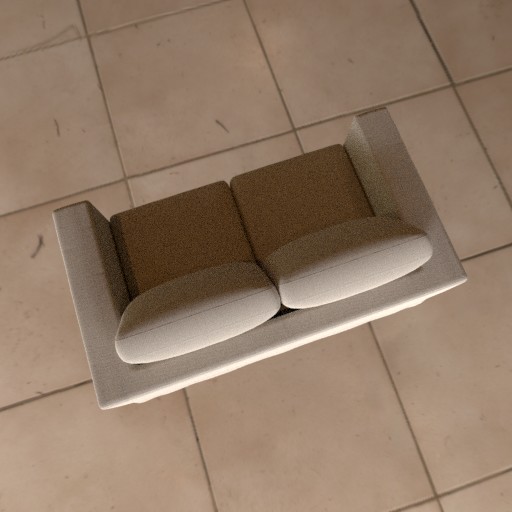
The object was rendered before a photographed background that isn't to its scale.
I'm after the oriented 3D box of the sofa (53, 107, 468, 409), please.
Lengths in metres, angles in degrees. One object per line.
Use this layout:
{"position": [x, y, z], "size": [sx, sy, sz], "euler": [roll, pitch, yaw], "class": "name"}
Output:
{"position": [0.000, 0.000, 2.334], "size": [1.813, 0.932, 1.009], "euler": [-18, 76, -5], "class": "sofa"}
